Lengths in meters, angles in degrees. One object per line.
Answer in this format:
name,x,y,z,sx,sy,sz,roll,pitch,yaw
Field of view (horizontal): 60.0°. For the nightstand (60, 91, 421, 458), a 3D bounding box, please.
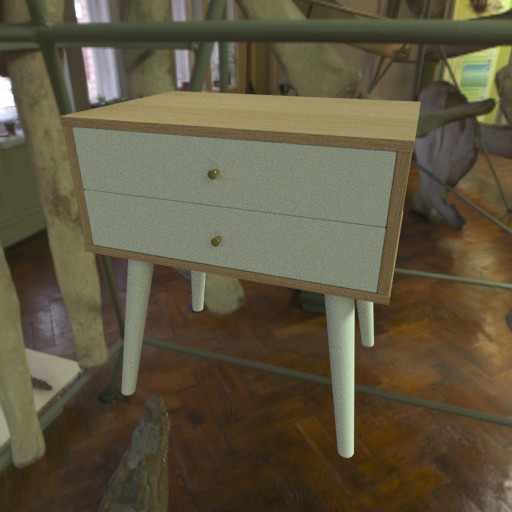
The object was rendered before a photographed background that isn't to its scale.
nightstand,0.000,0.000,0.958,0.571,0.610,0.407,9,28,17
